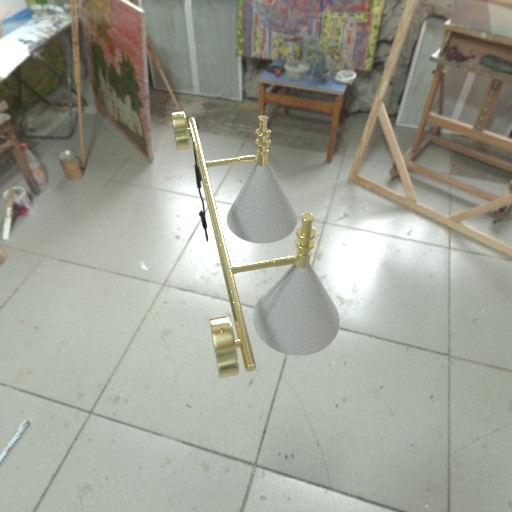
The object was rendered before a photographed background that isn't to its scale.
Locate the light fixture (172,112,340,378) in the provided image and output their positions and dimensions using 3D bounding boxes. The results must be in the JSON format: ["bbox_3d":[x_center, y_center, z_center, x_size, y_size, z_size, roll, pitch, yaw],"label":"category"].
[{"bbox_3d":[0.000,0.000,0.893,0.239,0.468,0.642,-9,48,-9],"label":"light fixture"}]
